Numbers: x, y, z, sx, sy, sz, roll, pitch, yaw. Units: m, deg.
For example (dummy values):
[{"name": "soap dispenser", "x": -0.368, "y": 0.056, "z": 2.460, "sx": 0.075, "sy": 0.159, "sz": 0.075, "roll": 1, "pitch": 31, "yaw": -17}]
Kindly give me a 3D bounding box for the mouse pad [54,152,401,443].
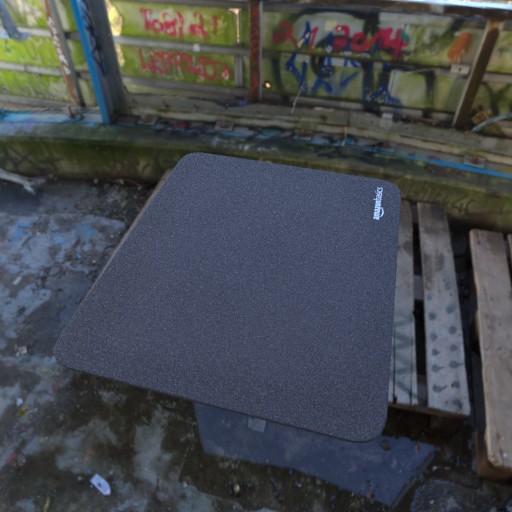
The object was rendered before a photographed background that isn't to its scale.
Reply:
[{"name": "mouse pad", "x": 0.000, "y": 0.000, "z": 0.343, "sx": 0.211, "sy": 0.002, "sz": 0.249, "roll": 11, "pitch": 47, "yaw": 10}]
